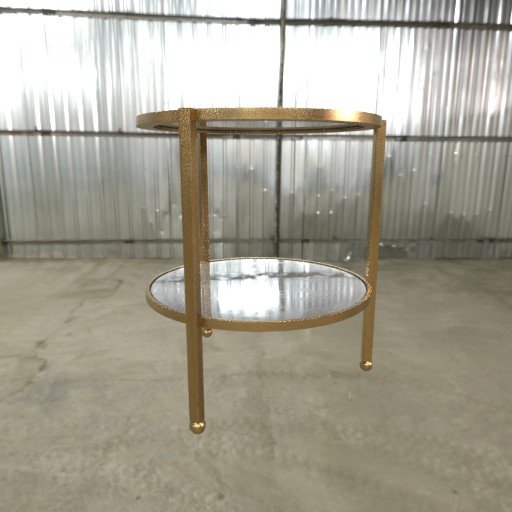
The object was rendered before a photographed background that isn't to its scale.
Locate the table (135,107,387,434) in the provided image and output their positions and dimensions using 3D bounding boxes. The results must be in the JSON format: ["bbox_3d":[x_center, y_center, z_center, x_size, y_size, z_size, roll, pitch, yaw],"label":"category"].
[{"bbox_3d":[0.000,0.000,0.456,0.231,0.269,0.243,6,14,26],"label":"table"}]
